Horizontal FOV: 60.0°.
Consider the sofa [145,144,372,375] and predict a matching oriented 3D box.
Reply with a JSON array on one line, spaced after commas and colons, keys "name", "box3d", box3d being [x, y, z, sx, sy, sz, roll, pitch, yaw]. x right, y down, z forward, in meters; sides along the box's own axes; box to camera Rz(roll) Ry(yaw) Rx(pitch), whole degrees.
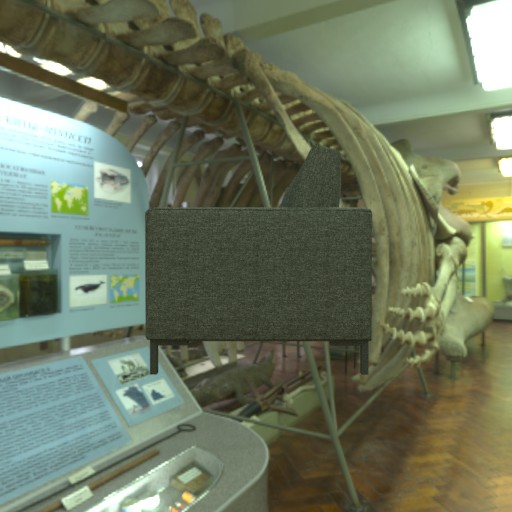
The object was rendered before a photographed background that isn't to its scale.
[{"name": "sofa", "box3d": [0.000, 0.000, 2.752, 0.876, 0.879, 2.253, 0, 0, 0]}]
